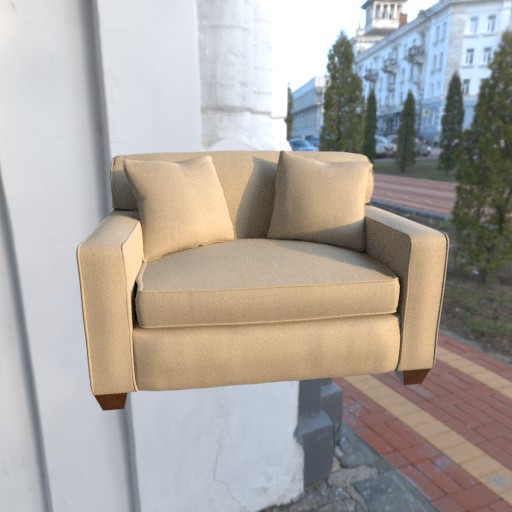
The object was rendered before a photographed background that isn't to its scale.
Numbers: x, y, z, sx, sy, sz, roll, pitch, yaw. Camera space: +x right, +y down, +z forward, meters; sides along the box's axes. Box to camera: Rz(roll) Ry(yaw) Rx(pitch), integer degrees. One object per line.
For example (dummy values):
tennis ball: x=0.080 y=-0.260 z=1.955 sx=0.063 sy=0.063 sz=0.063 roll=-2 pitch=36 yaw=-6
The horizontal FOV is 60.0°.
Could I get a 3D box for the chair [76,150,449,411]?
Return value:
chair: x=0.000 y=0.000 z=2.070 sx=1.383 sy=0.948 sz=1.000 roll=-2 pitch=15 yaw=-8
